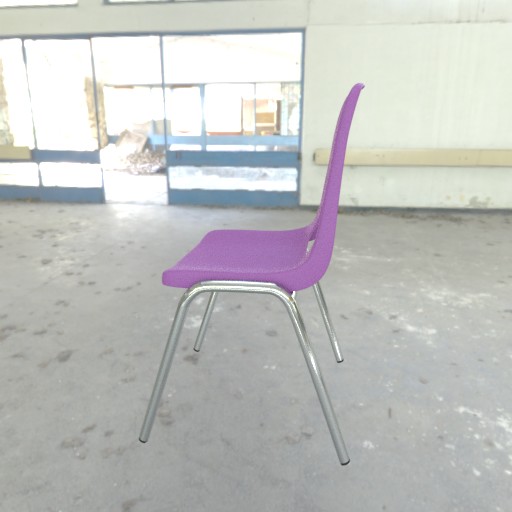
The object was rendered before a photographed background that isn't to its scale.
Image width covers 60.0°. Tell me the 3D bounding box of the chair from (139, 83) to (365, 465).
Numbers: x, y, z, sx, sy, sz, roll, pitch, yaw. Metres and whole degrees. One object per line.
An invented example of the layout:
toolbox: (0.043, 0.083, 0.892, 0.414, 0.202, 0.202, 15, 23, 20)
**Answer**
chair: (0.000, 0.000, 0.686, 0.301, 0.493, 0.291, 3, 16, 9)
